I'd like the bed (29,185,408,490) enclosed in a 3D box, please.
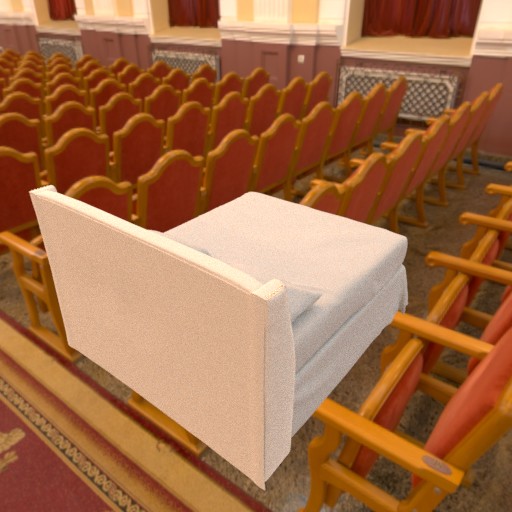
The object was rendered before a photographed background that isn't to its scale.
[{"bbox_3d":[0.000,0.000,3.375,1.925,1.332,2.276,22,36,33],"label":"bed"}]
